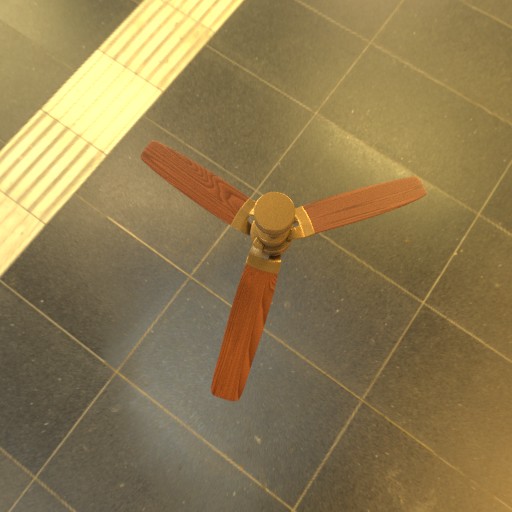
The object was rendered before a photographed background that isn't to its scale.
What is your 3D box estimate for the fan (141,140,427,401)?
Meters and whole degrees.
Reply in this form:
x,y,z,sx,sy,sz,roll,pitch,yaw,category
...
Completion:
x,y,z,sx,sy,sz,roll,pitch,yaw,category
0.000,0.000,2.003,1.416,0.425,1.271,16,76,4,fan
